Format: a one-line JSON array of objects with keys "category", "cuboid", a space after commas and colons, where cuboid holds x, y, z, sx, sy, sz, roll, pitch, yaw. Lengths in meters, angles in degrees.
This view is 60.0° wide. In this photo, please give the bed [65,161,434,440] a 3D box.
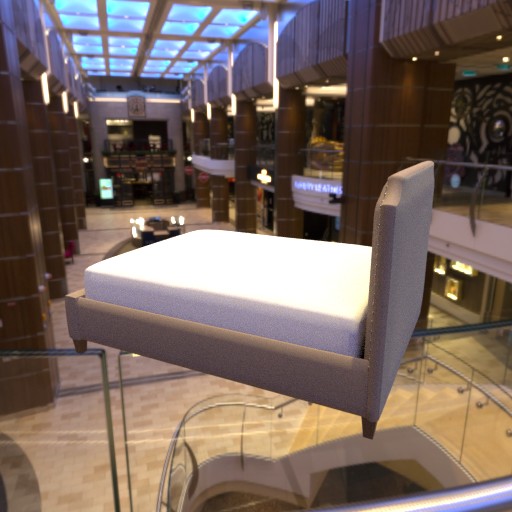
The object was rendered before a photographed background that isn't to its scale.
[{"category": "bed", "cuboid": [0.000, 0.000, 3.450, 2.372, 1.443, 1.713, 8, 17, 26]}]
